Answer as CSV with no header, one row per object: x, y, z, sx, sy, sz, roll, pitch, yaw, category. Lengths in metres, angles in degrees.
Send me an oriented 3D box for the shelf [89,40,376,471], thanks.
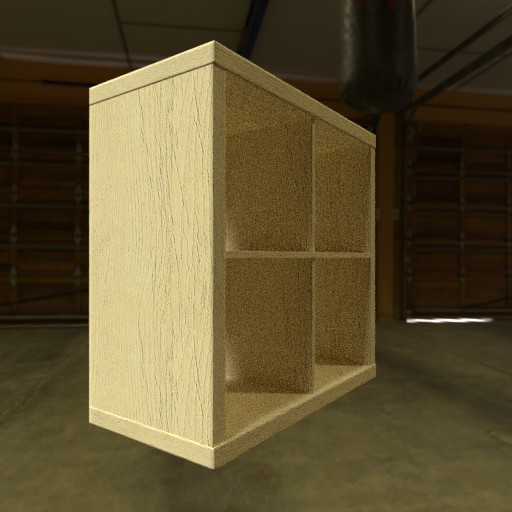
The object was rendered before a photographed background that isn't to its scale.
0.000,0.000,1.243,0.390,0.786,0.790,0,0,36,shelf
